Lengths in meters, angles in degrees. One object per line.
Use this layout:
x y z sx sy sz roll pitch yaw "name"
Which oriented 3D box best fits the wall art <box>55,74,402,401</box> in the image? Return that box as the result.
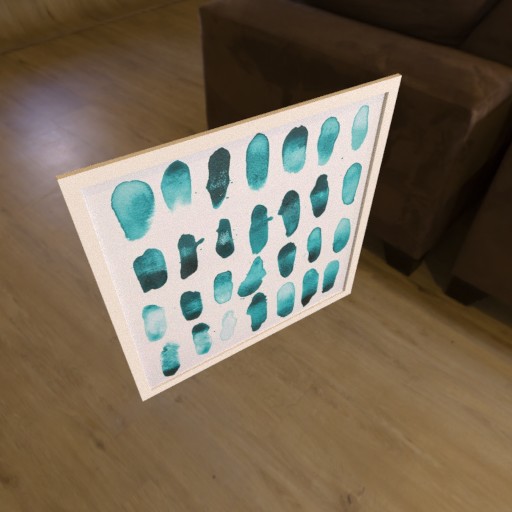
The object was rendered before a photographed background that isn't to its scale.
0.000 0.000 0.829 0.558 0.559 0.009 -24 50 -22 "wall art"
